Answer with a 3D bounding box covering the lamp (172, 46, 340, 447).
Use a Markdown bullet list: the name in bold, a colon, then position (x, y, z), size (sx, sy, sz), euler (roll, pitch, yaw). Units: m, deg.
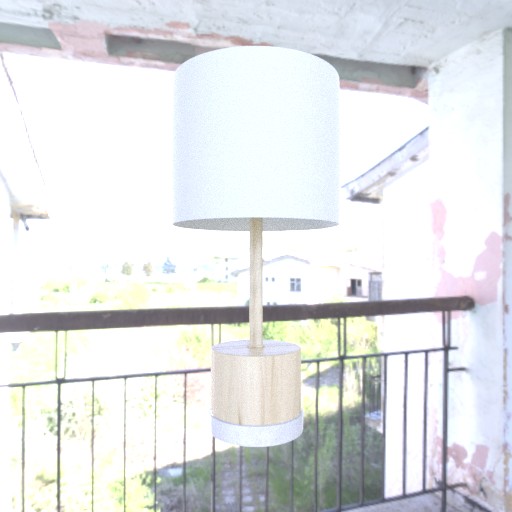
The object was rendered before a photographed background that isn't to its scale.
- **lamp**: position (0.000, 0.000, 0.609), size (0.229, 0.470, 0.229), euler (0, -1, -17)
